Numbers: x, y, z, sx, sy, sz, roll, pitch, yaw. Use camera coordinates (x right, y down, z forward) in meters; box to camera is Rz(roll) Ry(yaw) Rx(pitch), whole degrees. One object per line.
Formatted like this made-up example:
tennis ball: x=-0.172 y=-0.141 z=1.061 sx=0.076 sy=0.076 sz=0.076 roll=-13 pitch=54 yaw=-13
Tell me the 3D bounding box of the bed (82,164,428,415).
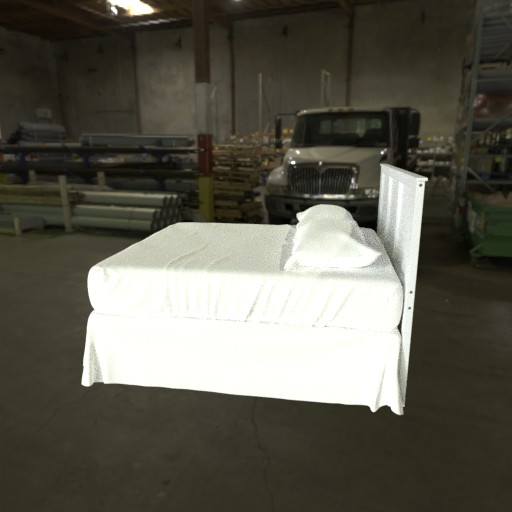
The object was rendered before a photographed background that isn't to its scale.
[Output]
bed: x=0.000 y=0.000 z=3.247 sx=2.047 sy=1.269 sz=1.876 roll=2 pitch=14 yaw=9
